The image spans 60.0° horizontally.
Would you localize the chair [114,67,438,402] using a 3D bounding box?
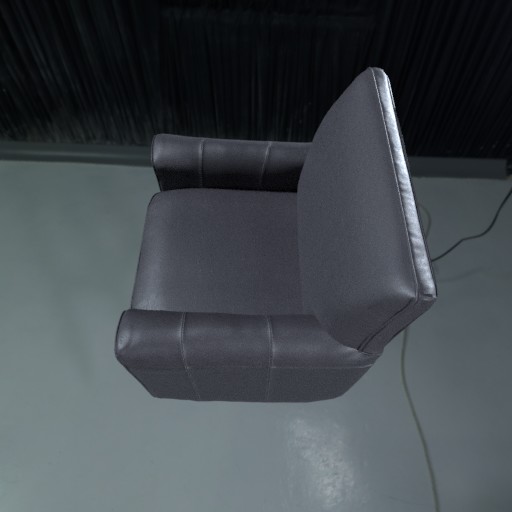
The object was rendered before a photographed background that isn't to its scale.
[{"bbox_3d":[0.000,0.000,1.556,0.825,0.943,0.870,1,58,0],"label":"chair"}]
